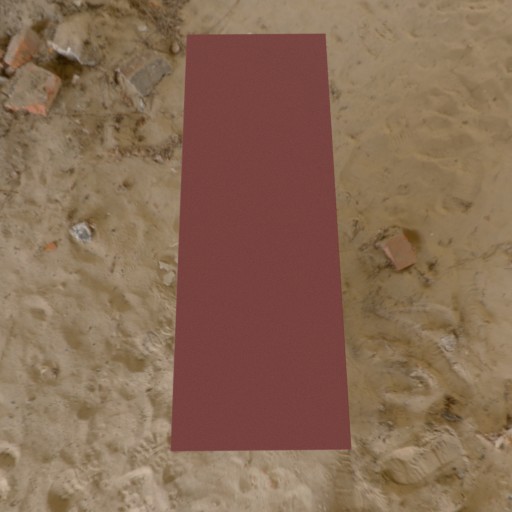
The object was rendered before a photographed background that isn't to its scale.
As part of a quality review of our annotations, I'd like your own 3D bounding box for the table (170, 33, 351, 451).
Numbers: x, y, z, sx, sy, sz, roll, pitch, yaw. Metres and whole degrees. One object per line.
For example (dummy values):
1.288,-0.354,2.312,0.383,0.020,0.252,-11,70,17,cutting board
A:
0.000,0.000,1.447,0.397,0.753,1.068,-1,75,0,table
